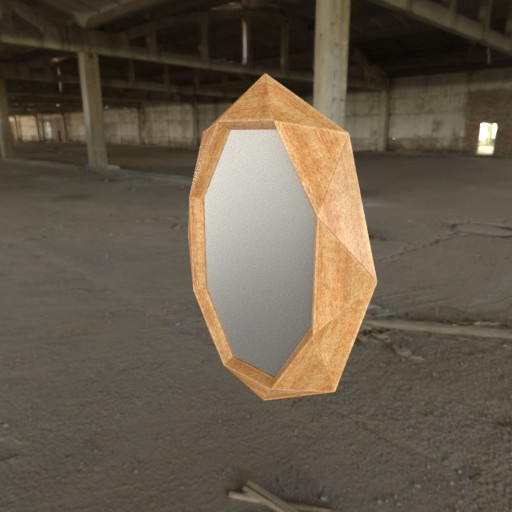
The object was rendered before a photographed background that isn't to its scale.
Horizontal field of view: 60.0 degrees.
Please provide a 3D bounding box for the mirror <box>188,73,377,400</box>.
[{"bbox_3d":[0.000,0.000,1.003,0.577,0.774,0.070,15,22,42],"label":"mirror"}]
